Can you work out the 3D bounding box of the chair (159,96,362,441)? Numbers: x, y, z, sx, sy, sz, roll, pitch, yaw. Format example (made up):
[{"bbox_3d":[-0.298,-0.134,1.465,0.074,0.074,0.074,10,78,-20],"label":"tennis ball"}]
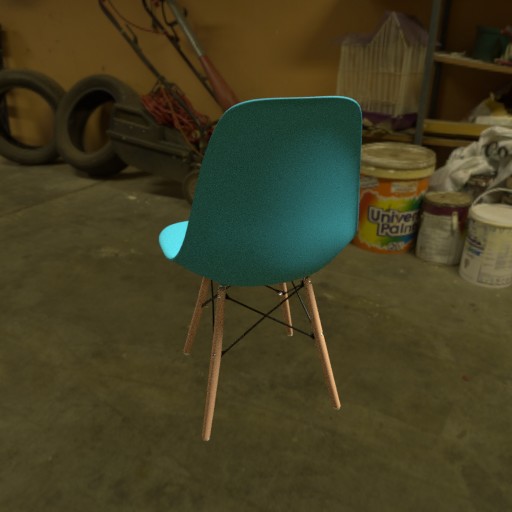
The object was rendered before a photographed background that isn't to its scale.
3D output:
[{"bbox_3d":[0.000,0.000,1.139,0.470,0.826,0.531,-7,27,-15],"label":"chair"}]
